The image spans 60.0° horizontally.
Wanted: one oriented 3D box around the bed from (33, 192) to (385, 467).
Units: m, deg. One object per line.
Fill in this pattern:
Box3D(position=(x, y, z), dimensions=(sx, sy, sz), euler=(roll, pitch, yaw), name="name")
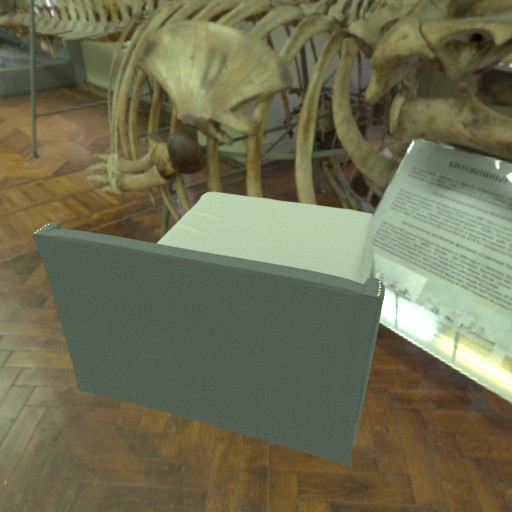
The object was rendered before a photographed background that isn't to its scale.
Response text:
Box3D(position=(0.000, 0.000, 3.456), dimensions=(1.925, 1.332, 2.276), euler=(10, 34, 15), name="bed")
